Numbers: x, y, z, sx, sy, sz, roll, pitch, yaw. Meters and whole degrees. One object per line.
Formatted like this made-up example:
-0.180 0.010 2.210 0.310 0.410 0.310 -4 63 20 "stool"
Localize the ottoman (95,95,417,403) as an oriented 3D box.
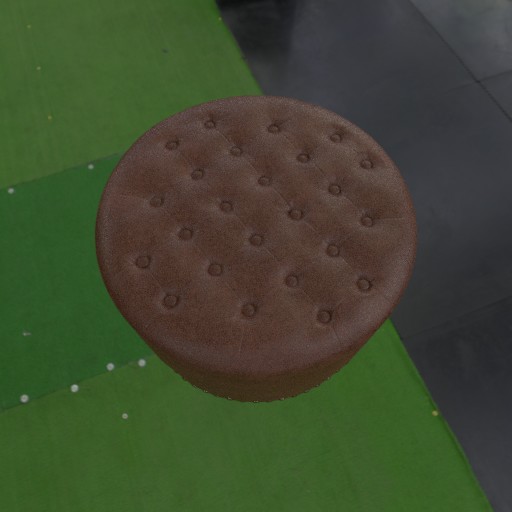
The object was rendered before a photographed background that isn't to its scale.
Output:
0.000 0.000 1.050 0.637 0.442 0.637 0 64 0 "ottoman"
